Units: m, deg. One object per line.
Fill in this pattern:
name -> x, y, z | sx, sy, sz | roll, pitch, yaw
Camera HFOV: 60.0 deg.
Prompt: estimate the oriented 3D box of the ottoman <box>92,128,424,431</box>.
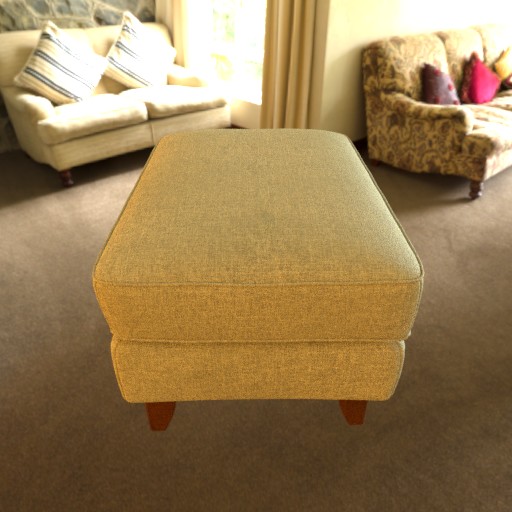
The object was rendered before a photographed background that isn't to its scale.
ottoman -> 0.000, 0.000, 1.298 | 0.661, 0.561, 0.889 | 0, 33, -1
